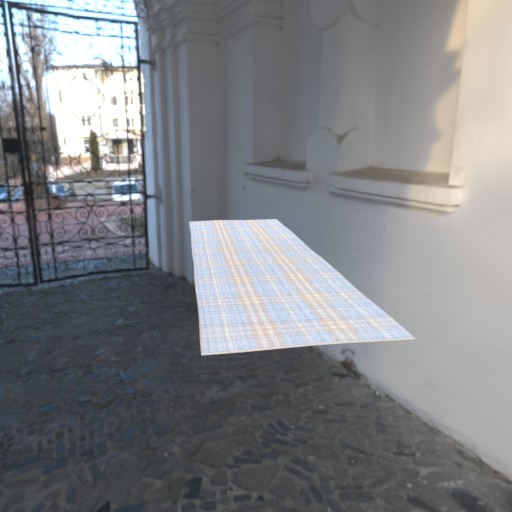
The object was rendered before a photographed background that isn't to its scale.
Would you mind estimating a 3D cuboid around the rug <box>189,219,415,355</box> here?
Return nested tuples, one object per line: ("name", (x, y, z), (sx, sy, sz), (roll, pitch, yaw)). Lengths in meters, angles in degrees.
("rug", (0.000, 0.000, 2.689), (0.762, 0.013, 2.439), (-2, 15, -9))
